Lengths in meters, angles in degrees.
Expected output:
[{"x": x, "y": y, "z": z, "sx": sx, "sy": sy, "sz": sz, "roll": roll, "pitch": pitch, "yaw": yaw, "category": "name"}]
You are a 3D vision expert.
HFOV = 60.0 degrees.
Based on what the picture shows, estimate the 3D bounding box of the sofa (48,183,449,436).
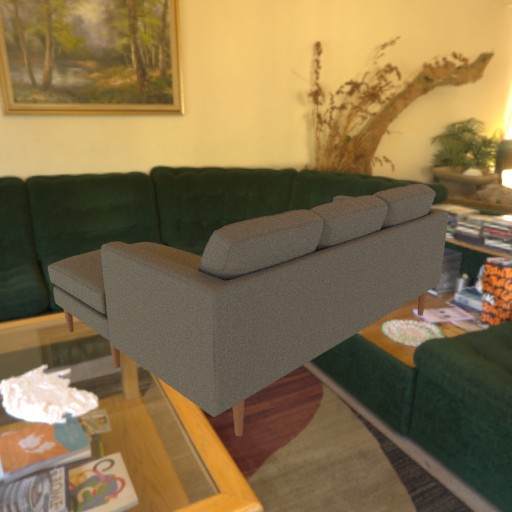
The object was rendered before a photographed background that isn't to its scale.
[{"x": 0.000, "y": 0.000, "z": 2.845, "sx": 2.031, "sy": 0.897, "sz": 1.591, "roll": -17, "pitch": 24, "yaw": -42, "category": "sofa"}]
